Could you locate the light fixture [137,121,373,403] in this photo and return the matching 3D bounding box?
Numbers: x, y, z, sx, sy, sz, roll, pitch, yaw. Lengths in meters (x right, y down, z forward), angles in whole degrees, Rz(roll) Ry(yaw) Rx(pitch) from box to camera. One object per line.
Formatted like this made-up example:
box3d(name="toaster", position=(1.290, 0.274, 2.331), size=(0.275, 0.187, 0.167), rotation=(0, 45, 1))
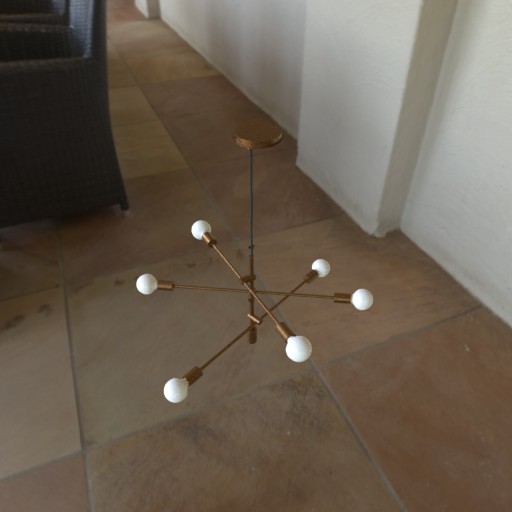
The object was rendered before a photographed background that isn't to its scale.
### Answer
box3d(name="light fixture", position=(0.000, 0.000, 1.265), size=(0.682, 0.744, 0.637), rotation=(-13, 41, -15))
